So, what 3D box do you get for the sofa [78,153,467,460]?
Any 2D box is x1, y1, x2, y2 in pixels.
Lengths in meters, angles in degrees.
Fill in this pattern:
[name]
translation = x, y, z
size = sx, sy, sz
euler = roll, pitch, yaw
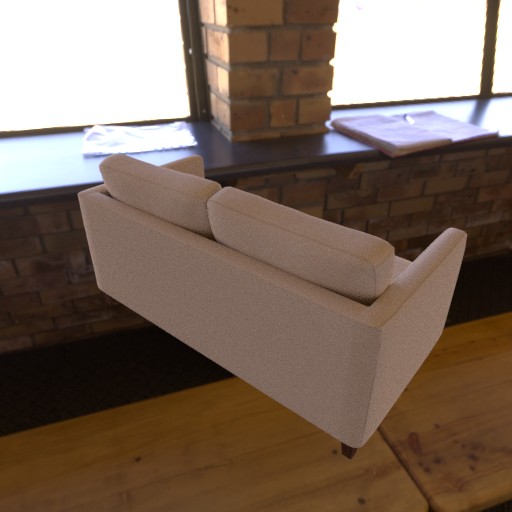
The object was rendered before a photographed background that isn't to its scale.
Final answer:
[sofa]
translation = 0.000, 0.000, 2.219
size = 1.722, 0.888, 0.873
euler = 23, 37, 33
